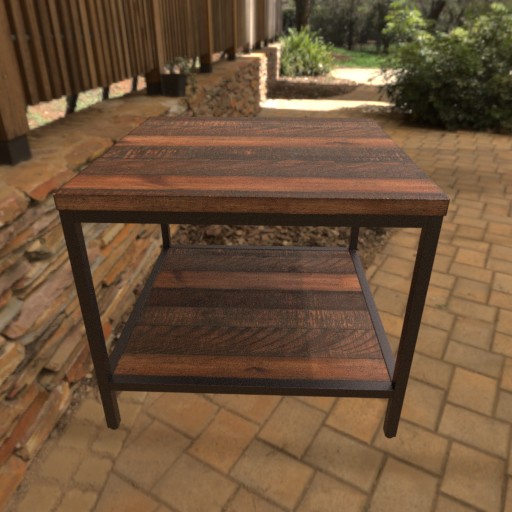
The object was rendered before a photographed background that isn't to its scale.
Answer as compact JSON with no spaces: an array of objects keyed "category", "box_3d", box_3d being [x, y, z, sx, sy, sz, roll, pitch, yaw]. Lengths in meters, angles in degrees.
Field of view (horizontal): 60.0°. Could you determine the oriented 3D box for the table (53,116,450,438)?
[{"category":"table","box_3d":[0.000,0.000,0.966,0.548,0.482,0.553,1,28,2]}]
